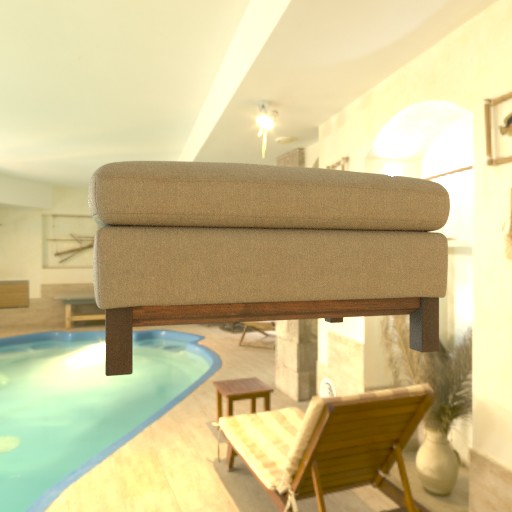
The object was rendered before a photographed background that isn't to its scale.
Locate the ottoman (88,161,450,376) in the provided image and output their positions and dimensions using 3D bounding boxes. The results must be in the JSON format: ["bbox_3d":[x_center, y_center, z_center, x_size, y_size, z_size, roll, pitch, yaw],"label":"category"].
[{"bbox_3d":[0.000,0.000,1.064,0.735,0.404,0.528,0,0,-17],"label":"ottoman"}]
